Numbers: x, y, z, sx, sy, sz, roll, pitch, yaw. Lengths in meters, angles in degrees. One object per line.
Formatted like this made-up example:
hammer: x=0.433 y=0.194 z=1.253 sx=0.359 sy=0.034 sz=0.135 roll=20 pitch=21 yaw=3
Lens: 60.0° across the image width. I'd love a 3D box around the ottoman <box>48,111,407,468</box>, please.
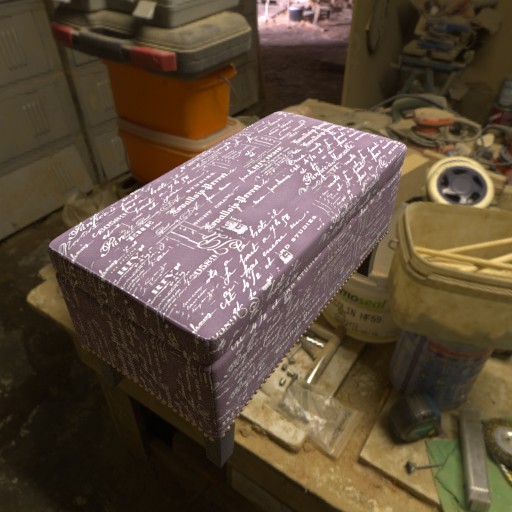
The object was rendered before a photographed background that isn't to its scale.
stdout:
ottoman: x=0.000 y=0.000 z=1.101 sx=0.406 sy=0.457 sz=0.813 roll=24 pitch=45 yaw=26
